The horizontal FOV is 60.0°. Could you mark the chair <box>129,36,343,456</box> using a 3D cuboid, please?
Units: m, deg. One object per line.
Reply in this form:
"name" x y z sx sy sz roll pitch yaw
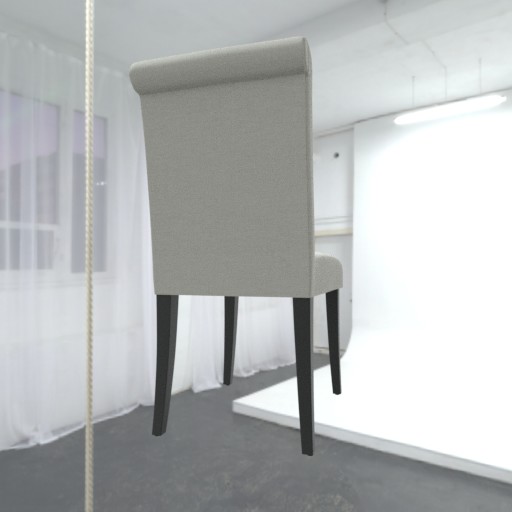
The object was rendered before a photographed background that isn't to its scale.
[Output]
"chair" 0.000 0.000 1.355 0.452 0.976 0.708 0 -1 17
